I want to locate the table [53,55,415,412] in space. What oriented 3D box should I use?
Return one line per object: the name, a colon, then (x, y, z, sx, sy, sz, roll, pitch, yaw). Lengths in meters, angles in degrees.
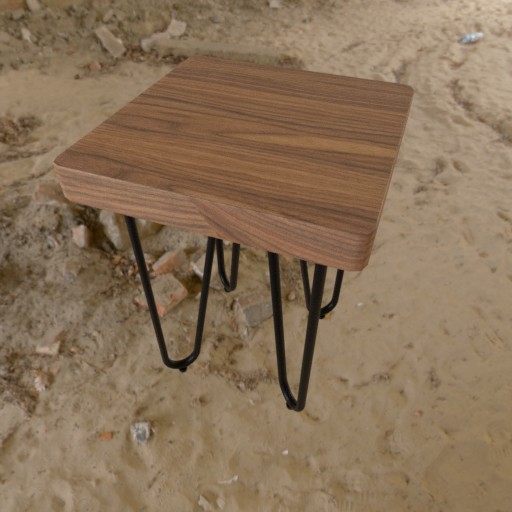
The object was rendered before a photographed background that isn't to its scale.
table: (0.000, 0.000, 0.973, 0.480, 0.641, 0.479, 14, 45, 15)
